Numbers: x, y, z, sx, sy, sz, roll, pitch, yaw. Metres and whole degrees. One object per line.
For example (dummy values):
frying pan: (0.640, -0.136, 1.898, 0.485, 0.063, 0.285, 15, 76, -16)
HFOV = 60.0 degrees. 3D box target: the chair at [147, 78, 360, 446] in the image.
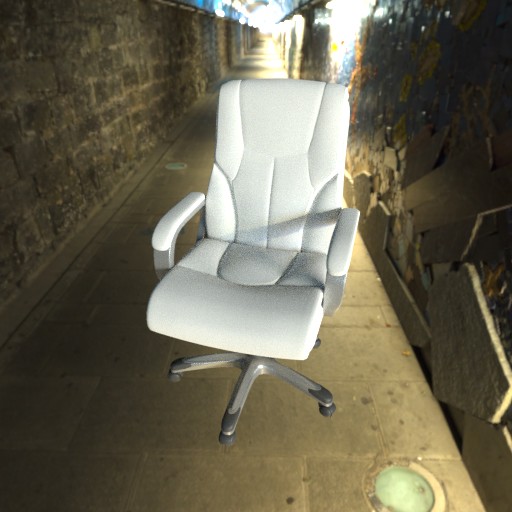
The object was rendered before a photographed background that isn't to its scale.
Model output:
chair: (0.000, 0.000, 1.579, 0.687, 1.120, 0.738, 8, 28, 15)
